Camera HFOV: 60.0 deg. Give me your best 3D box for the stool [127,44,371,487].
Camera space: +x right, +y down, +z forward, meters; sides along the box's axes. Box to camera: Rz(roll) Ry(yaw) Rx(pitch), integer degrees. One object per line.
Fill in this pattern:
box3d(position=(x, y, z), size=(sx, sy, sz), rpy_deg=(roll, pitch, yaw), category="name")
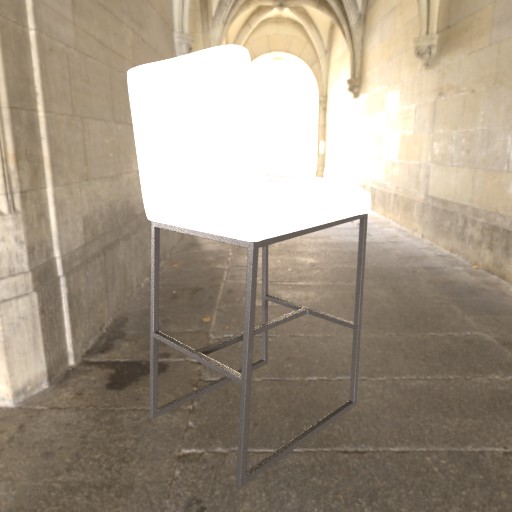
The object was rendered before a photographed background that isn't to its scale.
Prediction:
box3d(position=(0.000, 0.000, 1.354), size=(0.573, 1.061, 0.464), rpy_deg=(-13, 19, -43), category="stool")
